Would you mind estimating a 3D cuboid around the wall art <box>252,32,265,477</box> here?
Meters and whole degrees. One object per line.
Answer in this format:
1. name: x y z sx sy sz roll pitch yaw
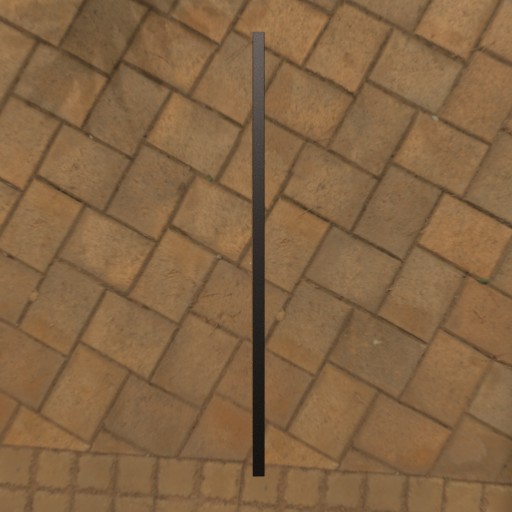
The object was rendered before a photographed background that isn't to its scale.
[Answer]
1. wall art: 0.000 0.000 0.684 0.012 0.458 0.457 0 89 -1
